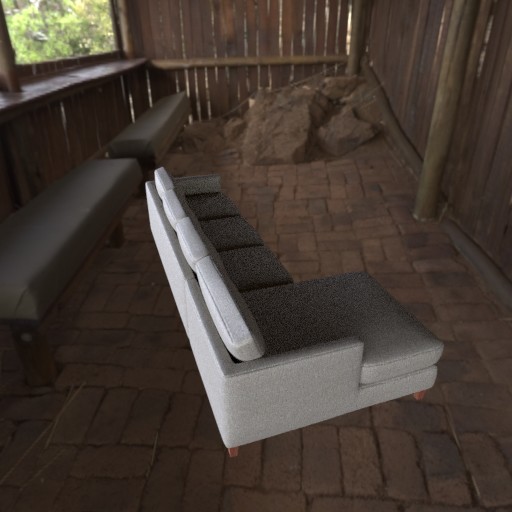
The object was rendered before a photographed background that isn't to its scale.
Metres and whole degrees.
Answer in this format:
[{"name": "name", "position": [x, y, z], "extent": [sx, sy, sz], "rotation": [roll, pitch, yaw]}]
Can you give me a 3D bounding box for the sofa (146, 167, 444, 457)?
[{"name": "sofa", "position": [0.000, 0.000, 3.906], "extent": [1.502, 0.876, 3.201], "rotation": [-10, 31, -17]}]
